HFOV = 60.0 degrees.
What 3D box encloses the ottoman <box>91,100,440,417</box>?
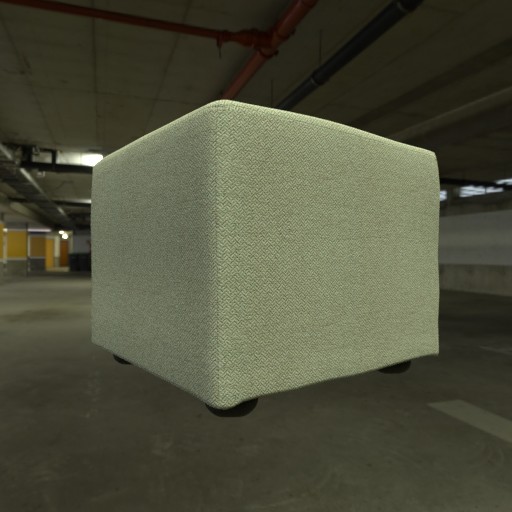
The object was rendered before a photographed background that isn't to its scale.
[{"bbox_3d":[0.000,0.000,0.896,0.512,0.453,0.521,0,0,-37],"label":"ottoman"}]
